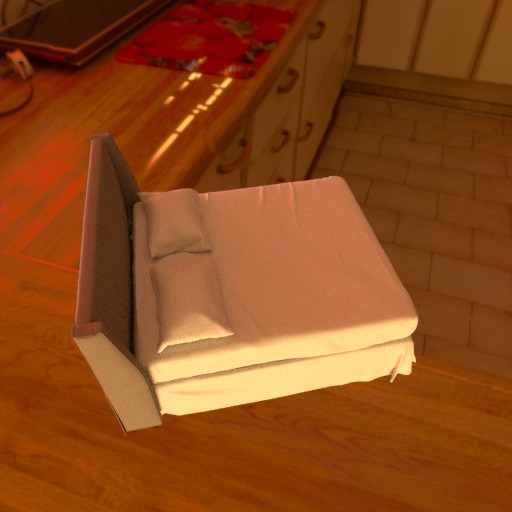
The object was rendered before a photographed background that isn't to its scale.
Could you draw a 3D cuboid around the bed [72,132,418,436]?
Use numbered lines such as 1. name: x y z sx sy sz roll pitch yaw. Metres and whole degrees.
1. bed: 0.000 0.000 3.455 2.276 1.332 1.925 -8 48 -8
